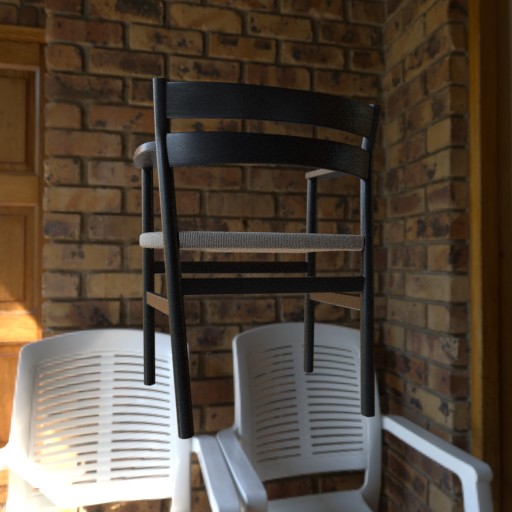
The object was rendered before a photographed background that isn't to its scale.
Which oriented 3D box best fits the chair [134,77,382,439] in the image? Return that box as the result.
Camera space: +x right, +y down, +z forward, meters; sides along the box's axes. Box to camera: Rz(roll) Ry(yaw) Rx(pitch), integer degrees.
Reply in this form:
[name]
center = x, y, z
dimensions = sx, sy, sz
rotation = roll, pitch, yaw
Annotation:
[chair]
center = 0.000, 0.000, 1.192
dimensions = 0.630, 0.775, 0.508
rotation = 0, -1, -18
